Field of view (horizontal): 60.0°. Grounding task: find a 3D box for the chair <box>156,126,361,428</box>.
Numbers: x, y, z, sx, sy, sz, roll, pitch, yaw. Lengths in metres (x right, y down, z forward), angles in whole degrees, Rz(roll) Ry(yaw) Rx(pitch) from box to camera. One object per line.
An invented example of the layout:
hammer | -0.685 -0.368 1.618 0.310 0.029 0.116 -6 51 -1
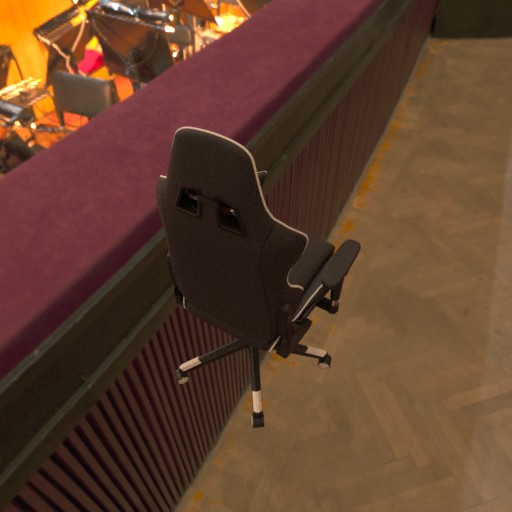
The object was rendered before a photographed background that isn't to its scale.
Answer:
chair | 0.000 0.000 1.650 0.700 1.240 0.700 23 51 21
